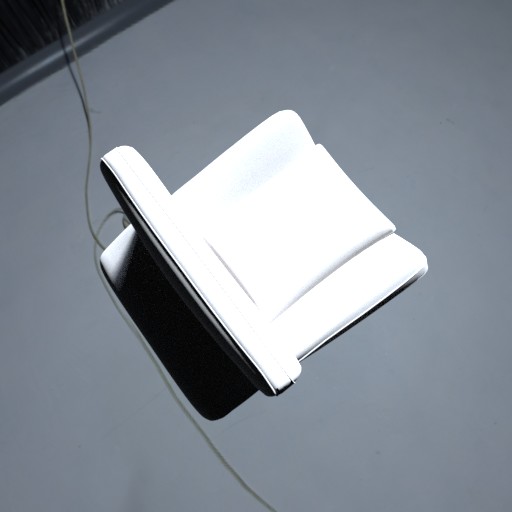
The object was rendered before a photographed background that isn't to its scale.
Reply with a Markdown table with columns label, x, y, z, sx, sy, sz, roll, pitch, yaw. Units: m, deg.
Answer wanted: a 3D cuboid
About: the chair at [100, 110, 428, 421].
| label | x | y | z | sx | sy | sz | roll | pitch | yaw |
| --- | --- | --- | --- | --- | --- | --- | --- | --- | --- |
| chair | 0.000 | 0.000 | 1.637 | 1.008 | 0.855 | 0.859 | -36 | 77 | -10 |
